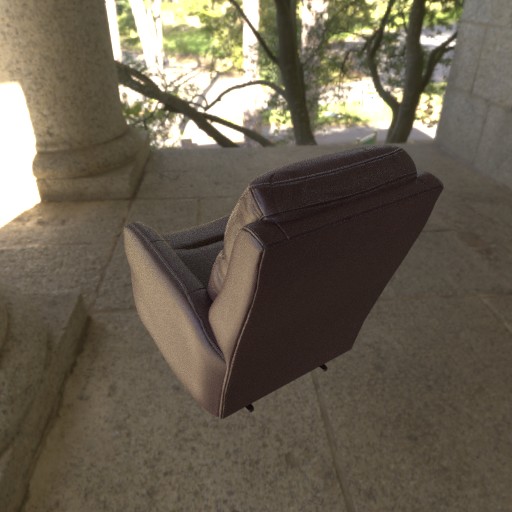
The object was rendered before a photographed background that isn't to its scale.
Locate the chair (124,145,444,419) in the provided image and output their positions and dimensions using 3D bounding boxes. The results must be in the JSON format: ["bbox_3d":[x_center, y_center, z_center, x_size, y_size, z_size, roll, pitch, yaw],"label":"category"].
[{"bbox_3d":[0.000,0.000,1.772,0.829,1.030,1.080,-19,36,-29],"label":"chair"}]
